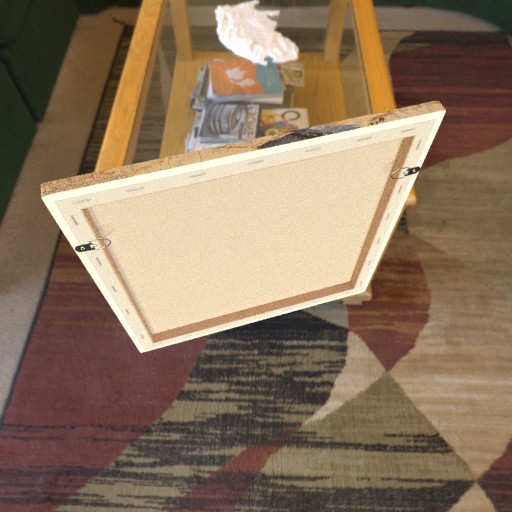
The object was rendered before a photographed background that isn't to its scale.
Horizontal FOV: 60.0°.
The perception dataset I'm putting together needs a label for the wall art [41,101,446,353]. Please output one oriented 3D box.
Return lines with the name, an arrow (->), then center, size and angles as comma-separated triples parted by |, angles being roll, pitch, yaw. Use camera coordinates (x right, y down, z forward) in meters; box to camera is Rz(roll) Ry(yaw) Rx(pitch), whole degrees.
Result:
wall art -> 0.000, 0.000, 1.351 | 0.912, 0.914, 0.039 | -14, 59, -9
